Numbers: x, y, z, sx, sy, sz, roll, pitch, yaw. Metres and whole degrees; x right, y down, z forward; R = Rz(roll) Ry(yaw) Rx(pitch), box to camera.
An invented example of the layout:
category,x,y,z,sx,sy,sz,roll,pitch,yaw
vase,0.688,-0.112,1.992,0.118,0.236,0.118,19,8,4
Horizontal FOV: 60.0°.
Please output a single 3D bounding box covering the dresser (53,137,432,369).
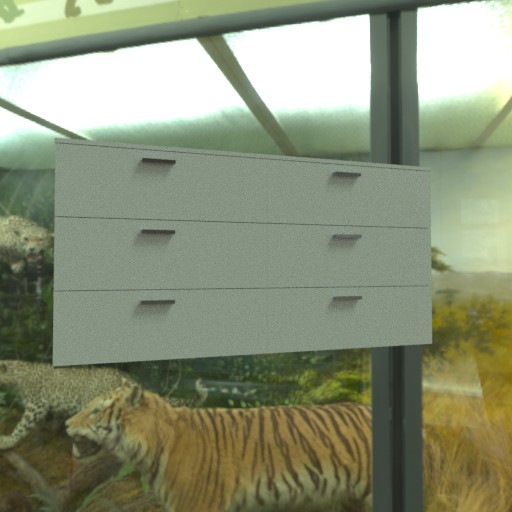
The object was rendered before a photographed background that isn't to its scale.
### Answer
category,x,y,z,sx,sy,sz,roll,pitch,yaw
dresser,0.000,0.000,1.874,1.535,0.790,0.333,0,-2,-17
